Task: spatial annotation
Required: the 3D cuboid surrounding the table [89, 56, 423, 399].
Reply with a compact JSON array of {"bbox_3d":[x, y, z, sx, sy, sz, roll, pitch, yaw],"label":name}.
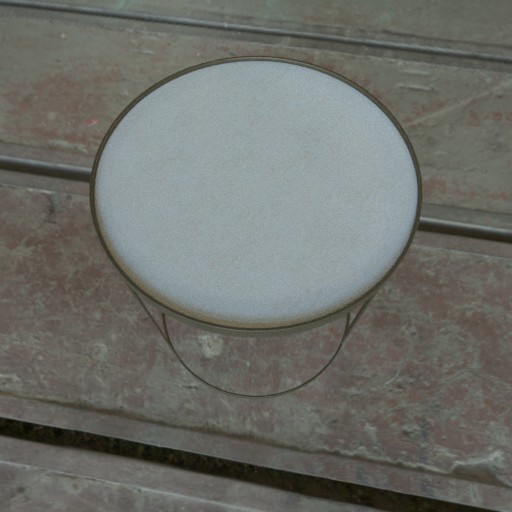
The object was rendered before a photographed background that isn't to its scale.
[{"bbox_3d":[0.000,0.000,0.899,0.480,0.565,0.480,0,64,0],"label":"table"}]
